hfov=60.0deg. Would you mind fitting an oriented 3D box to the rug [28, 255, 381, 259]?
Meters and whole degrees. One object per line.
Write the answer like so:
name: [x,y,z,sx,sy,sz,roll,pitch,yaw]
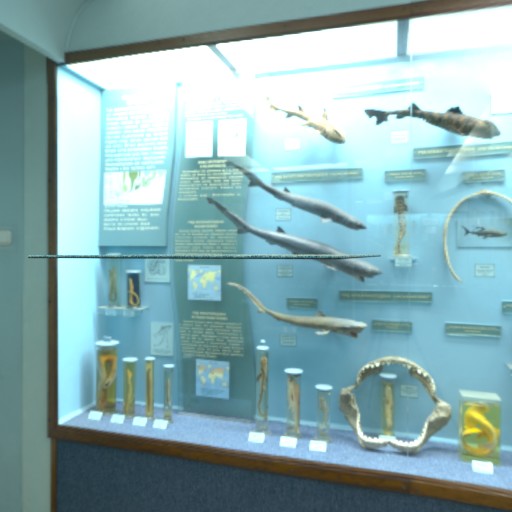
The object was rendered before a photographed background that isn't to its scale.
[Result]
rug: [0.000,0.000,3.067,1.524,0.015,2.438,0,0,19]
